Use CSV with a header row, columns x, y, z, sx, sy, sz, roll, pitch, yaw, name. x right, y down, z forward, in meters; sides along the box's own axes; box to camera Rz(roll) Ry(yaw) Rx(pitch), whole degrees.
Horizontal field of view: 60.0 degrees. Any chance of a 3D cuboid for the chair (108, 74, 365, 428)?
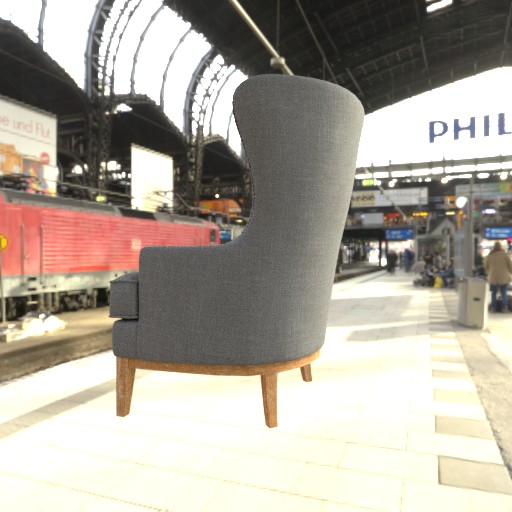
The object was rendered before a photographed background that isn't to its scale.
x,y,z,sx,sy,sz,roll,pitch,yaw,name
0.000,0.000,1.859,0.883,1.176,0.864,0,0,19,chair
